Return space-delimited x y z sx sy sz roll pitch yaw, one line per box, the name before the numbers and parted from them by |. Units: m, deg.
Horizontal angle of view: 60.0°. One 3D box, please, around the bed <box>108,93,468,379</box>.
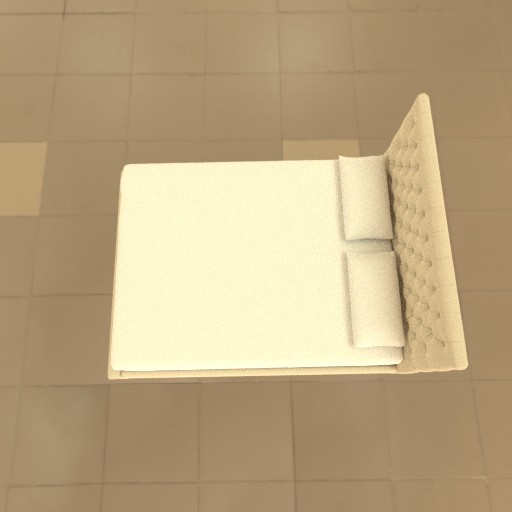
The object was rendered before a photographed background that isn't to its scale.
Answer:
bed | 0.000 0.000 3.220 2.233 1.426 1.696 -1 74 0
